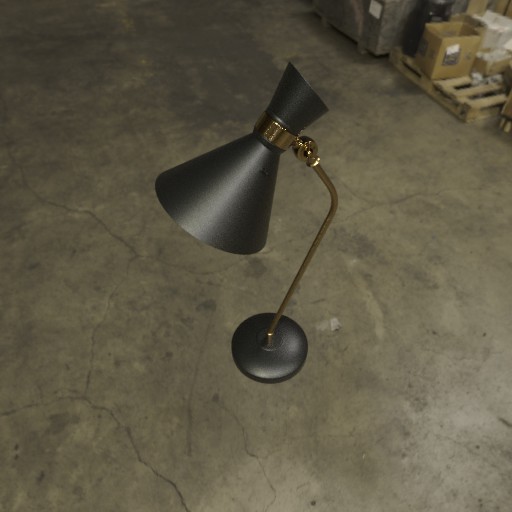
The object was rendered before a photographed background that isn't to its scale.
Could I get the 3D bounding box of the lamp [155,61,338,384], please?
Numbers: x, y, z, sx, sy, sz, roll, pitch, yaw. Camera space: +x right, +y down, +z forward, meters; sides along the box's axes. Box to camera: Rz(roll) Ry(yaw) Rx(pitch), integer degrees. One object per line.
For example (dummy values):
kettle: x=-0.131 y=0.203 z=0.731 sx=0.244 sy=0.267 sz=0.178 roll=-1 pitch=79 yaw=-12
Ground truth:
lamp: x=0.000 y=0.000 z=0.774 sx=0.292 sy=0.647 sz=0.189 roll=-14 pitch=48 yaw=-13
